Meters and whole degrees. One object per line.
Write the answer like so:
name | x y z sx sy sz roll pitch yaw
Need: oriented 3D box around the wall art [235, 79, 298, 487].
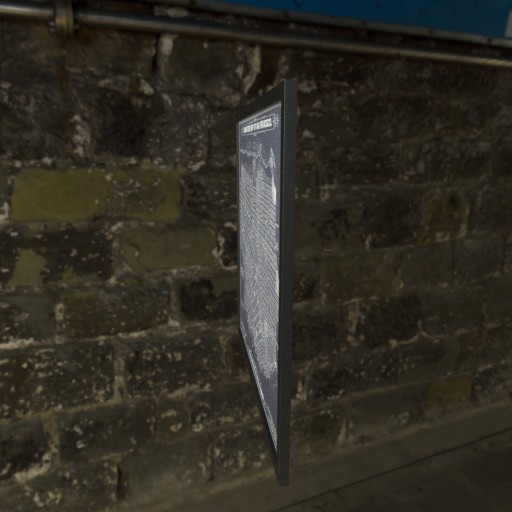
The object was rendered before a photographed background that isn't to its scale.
wall art | 0.000 0.000 1.228 0.022 0.807 0.807 -2 14 -8
